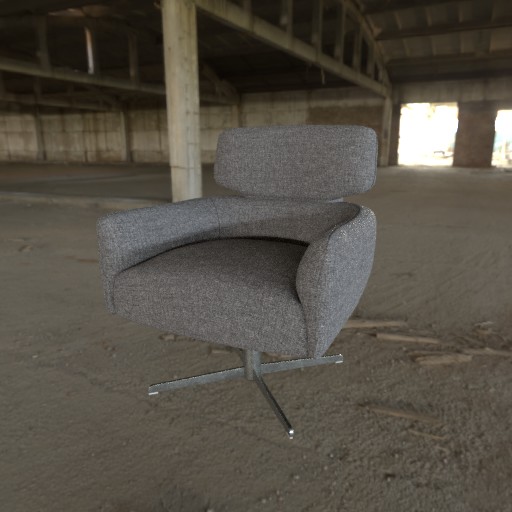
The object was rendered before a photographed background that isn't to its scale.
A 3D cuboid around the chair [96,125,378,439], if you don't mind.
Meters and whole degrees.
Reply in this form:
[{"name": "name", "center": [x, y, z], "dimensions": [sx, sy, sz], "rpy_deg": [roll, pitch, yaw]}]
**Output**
[{"name": "chair", "center": [0.000, 0.000, 1.391], "dimensions": [0.706, 0.812, 0.715], "rpy_deg": [7, 16, 26]}]
